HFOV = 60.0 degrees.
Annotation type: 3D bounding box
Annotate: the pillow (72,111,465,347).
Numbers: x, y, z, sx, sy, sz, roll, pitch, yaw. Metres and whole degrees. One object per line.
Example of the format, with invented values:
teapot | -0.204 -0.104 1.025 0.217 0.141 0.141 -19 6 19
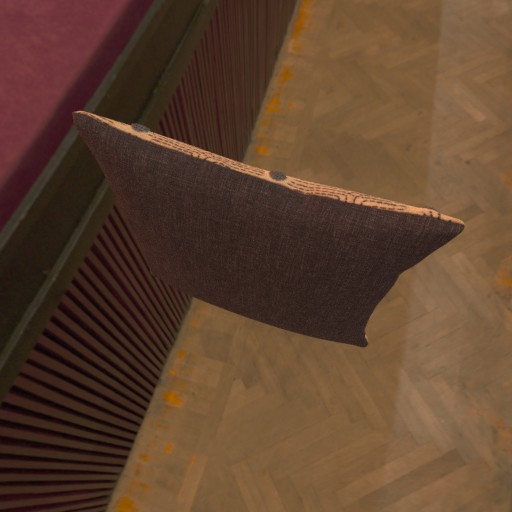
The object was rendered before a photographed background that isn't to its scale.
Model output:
pillow | 0.000 0.000 0.763 0.510 0.510 0.145 18 65 9
